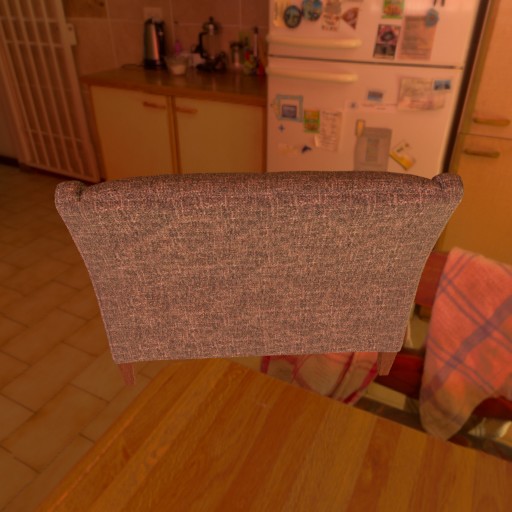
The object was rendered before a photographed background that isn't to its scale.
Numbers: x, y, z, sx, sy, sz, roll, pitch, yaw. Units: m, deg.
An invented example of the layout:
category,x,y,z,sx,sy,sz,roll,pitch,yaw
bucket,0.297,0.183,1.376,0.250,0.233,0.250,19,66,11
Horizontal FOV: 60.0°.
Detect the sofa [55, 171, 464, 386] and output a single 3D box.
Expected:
category,x,y,z,sx,sy,sz,roll,pitch,yaw
sofa,0.000,0.000,1.909,1.242,1.021,0.870,-2,32,-3
